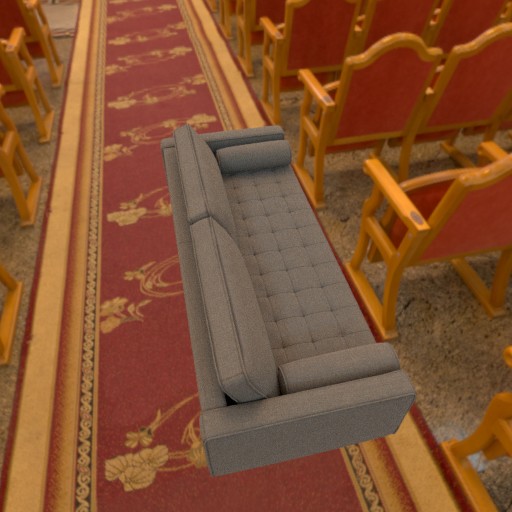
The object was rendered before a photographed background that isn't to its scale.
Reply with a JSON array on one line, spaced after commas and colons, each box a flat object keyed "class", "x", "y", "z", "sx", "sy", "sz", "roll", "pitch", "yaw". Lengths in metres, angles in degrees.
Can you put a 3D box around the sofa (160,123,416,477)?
[{"class": "sofa", "x": 0.000, "y": 0.000, "z": 2.619, "sx": 0.914, "sy": 0.762, "sz": 2.198, "roll": -9, "pitch": 47, "yaw": -9}]
